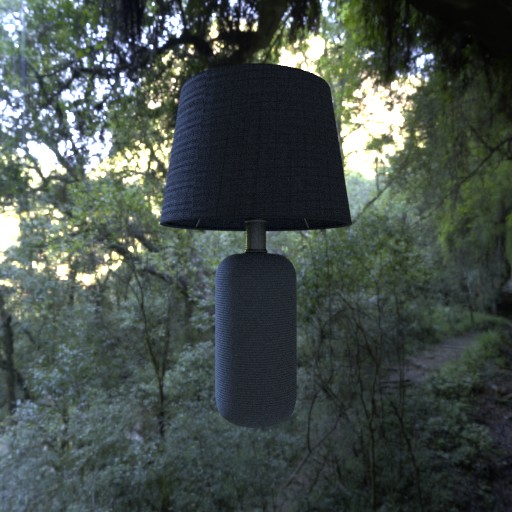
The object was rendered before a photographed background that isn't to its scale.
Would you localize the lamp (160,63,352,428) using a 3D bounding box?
[{"bbox_3d":[0.000,0.000,0.592,0.251,0.429,0.251,0,0,0],"label":"lamp"}]
